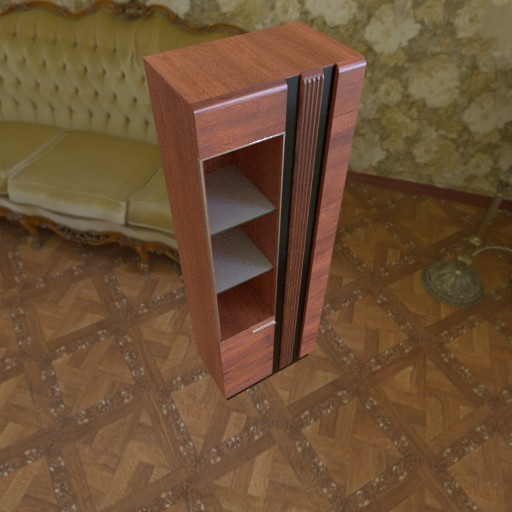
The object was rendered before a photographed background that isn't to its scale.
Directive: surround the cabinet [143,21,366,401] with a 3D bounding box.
[{"bbox_3d":[0.000,0.000,2.242,0.660,1.980,0.420,-24,51,-21],"label":"cabinet"}]
